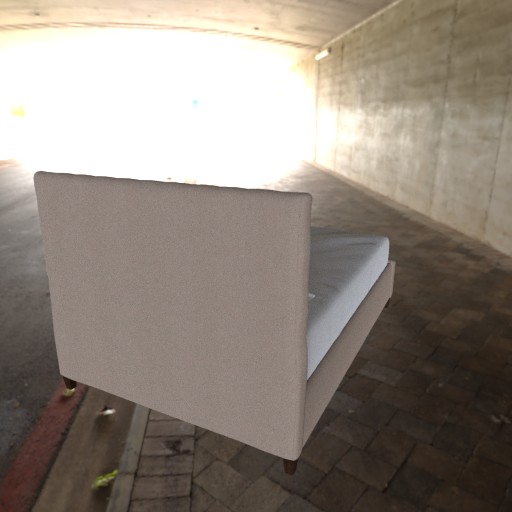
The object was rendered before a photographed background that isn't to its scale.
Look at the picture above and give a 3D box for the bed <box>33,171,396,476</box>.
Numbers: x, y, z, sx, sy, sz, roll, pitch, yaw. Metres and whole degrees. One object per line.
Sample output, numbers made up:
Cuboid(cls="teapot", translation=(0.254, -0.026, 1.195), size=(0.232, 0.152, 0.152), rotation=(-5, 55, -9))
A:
Cuboid(cls="bed", translation=(0.000, 0.000, 3.361), size=(1.698, 1.427, 2.387), rotation=(9, 20, 26))
